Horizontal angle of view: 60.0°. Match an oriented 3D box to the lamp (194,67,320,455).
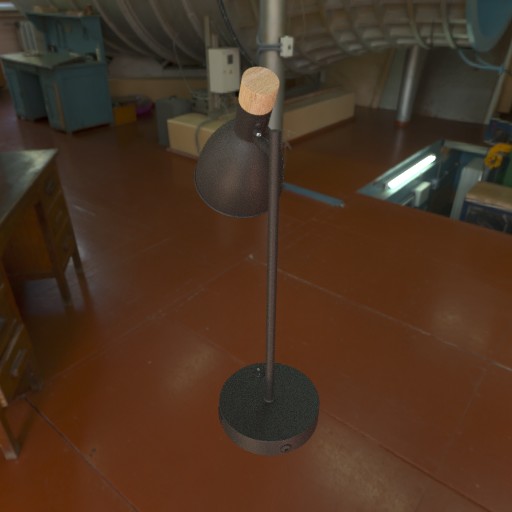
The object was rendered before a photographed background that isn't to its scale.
[{"bbox_3d":[0.000,0.000,0.609,0.152,0.483,0.287,-9,32,-14],"label":"lamp"}]
